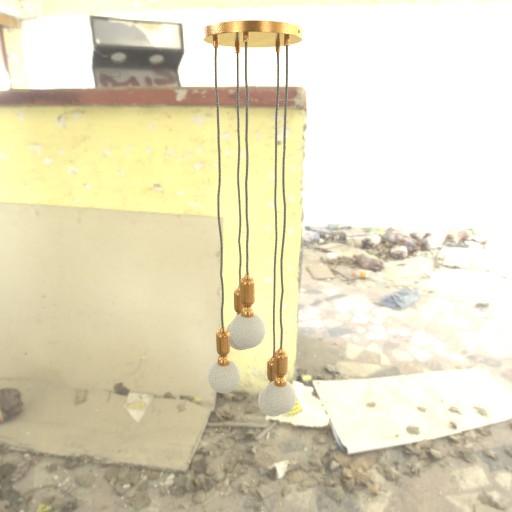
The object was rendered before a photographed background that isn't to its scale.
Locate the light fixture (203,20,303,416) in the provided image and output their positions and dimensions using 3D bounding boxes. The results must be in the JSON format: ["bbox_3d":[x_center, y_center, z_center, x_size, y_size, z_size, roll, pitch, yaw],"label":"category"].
[{"bbox_3d":[0.000,0.000,0.496,0.105,0.457,0.108,9,20,26],"label":"light fixture"}]
